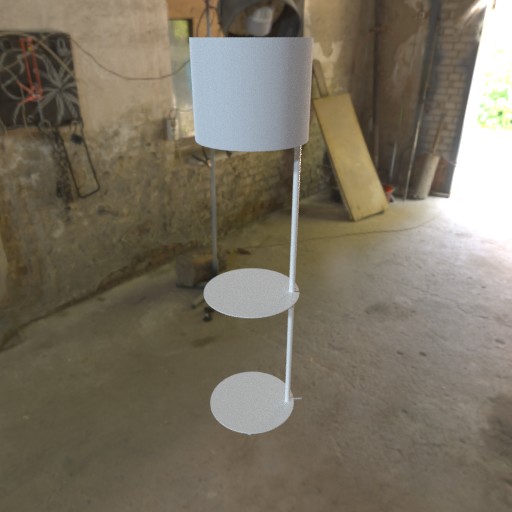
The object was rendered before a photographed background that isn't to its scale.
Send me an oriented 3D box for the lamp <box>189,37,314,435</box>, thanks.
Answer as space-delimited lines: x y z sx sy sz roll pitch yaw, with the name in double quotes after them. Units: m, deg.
0.000 0.000 1.657 0.405 1.465 0.372 1 26 1 "lamp"
